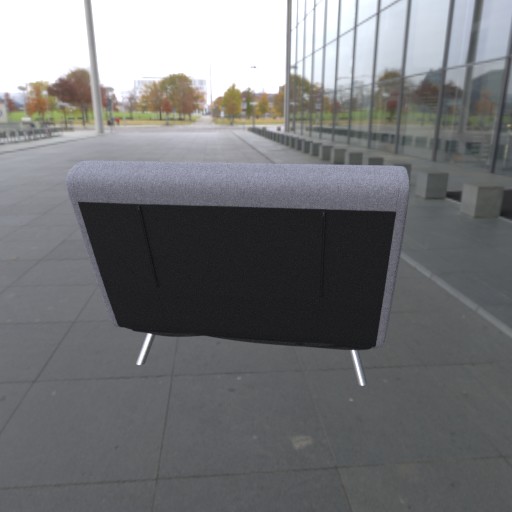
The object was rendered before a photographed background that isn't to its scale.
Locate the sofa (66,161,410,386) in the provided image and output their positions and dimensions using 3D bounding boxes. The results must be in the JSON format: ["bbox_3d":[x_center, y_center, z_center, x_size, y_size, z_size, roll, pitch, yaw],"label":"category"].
[{"bbox_3d":[0.000,0.000,1.814,1.020,0.825,1.000,3,18,9],"label":"sofa"}]
